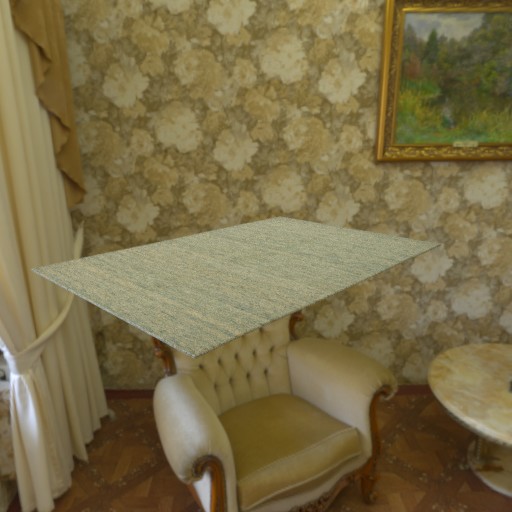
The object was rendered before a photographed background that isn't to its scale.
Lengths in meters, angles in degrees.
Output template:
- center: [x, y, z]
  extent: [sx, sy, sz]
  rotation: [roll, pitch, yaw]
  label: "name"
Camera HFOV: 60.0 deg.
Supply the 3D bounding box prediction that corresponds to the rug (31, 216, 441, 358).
- center: [0.000, 0.000, 2.931]
  extent: [1.547, 0.013, 2.283]
  rotation: [15, 22, 41]
  label: "rug"
